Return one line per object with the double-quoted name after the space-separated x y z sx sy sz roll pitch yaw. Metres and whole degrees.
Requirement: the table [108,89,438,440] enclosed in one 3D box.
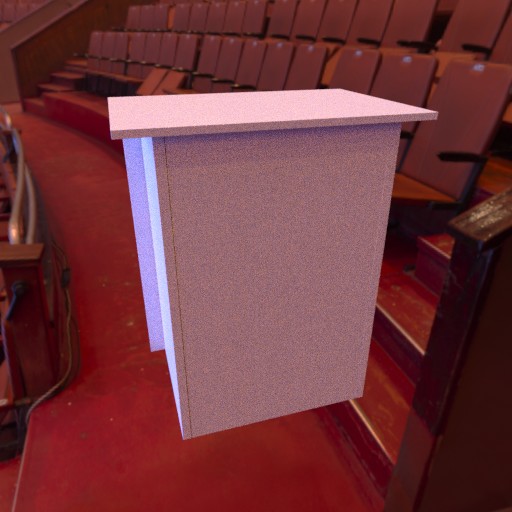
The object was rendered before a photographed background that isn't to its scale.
0.000 0.000 1.086 0.589 0.711 0.406 -8 28 -15 "table"
